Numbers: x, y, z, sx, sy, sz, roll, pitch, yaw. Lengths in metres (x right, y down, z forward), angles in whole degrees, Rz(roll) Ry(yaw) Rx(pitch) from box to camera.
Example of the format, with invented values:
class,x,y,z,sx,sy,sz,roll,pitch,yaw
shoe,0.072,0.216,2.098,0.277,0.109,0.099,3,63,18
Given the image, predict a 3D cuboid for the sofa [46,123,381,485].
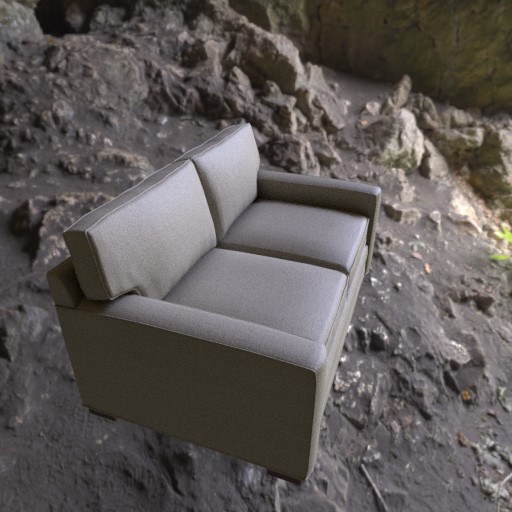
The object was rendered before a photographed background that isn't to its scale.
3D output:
class,x,y,z,sx,sy,sz,roll,pitch,yaw
sofa,0.000,0.000,2.030,0.940,0.853,1.484,11,32,17
